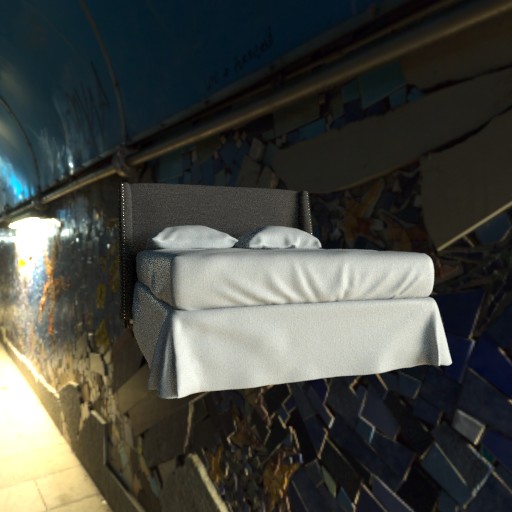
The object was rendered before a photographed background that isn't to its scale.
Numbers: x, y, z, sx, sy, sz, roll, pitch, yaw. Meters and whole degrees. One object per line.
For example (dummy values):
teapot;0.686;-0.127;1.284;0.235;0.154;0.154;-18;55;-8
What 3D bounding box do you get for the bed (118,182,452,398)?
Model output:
bed;0.000;0.000;3.417;1.925;1.332;2.276;-1;2;-20
